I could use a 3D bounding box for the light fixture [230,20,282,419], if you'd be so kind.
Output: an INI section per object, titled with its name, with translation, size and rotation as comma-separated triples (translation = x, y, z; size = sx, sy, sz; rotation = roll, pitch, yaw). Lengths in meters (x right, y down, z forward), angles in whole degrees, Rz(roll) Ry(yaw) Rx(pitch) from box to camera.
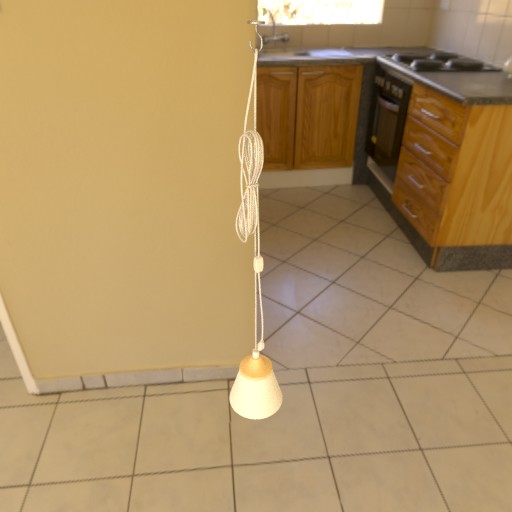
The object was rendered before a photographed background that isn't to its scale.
[light fixture]
translation = 0.000, 0.000, 1.030
size = 0.153, 0.966, 0.153
rotation = -8, 33, -13
